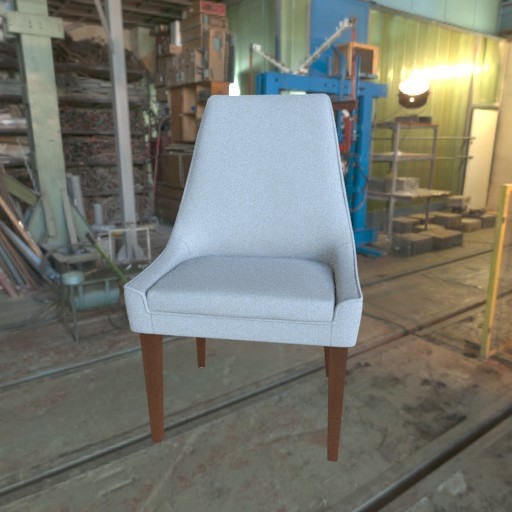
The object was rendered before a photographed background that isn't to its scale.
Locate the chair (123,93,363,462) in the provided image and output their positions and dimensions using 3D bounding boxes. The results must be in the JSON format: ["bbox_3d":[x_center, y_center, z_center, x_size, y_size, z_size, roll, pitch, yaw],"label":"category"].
[{"bbox_3d":[0.000,0.000,1.192,0.529,0.861,0.544,2,15,9],"label":"chair"}]
